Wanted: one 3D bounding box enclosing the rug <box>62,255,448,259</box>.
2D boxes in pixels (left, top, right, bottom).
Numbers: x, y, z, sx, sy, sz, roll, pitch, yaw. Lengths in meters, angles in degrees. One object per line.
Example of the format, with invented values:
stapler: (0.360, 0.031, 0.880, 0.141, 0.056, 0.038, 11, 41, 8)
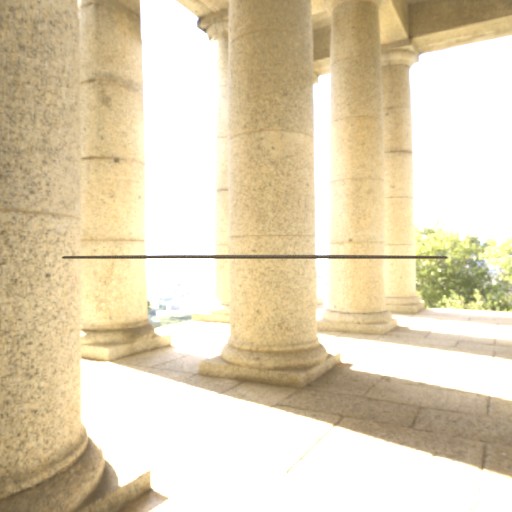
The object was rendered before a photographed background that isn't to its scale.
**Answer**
rug: (0.000, 0.000, 2.882, 1.524, 0.011, 2.286, 0, 0, 0)
